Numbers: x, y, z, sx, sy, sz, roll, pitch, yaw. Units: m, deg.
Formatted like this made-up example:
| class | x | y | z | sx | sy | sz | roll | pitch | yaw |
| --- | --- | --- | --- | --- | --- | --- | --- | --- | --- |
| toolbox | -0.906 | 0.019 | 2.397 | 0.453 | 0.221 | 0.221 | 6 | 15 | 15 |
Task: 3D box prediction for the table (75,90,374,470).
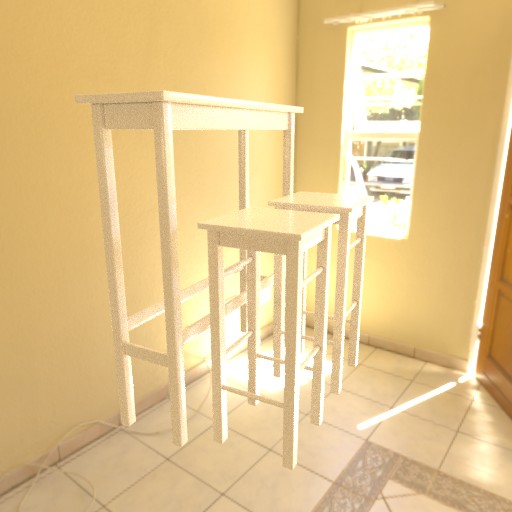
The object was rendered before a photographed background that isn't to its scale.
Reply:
| class | x | y | z | sx | sy | sz | roll | pitch | yaw |
| --- | --- | --- | --- | --- | --- | --- | --- | --- | --- |
| table | 0.000 | 0.000 | 1.610 | 0.650 | 1.065 | 0.915 | 8 | 18 | 27 |
